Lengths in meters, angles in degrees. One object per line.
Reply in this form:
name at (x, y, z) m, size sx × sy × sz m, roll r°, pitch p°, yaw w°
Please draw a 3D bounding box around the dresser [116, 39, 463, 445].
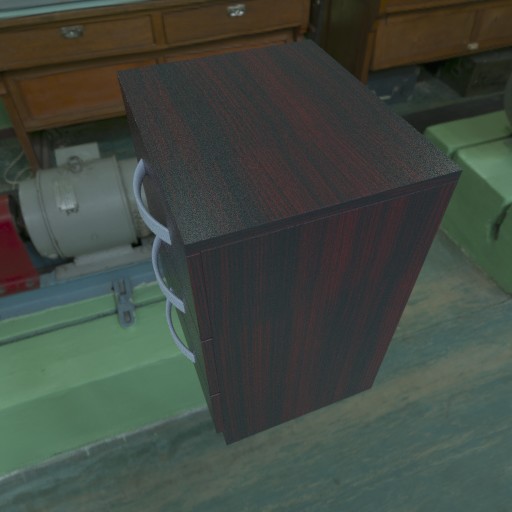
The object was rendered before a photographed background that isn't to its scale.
dresser at (0.000, 0.000, 0.802) m, size 0.360 × 0.560 × 0.400 m, roll -16°, pitch 50°, yaw -14°
